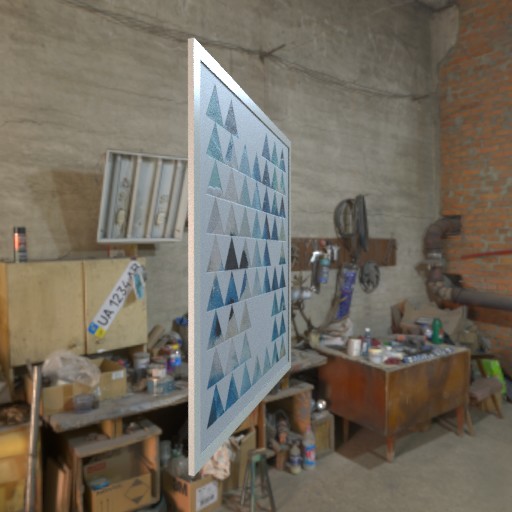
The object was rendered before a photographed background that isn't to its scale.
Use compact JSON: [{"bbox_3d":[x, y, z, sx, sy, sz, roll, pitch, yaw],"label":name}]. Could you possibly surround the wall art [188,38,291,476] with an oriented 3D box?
[{"bbox_3d":[0.000,0.000,1.207,0.012,0.809,0.809,0,1,17],"label":"wall art"}]
